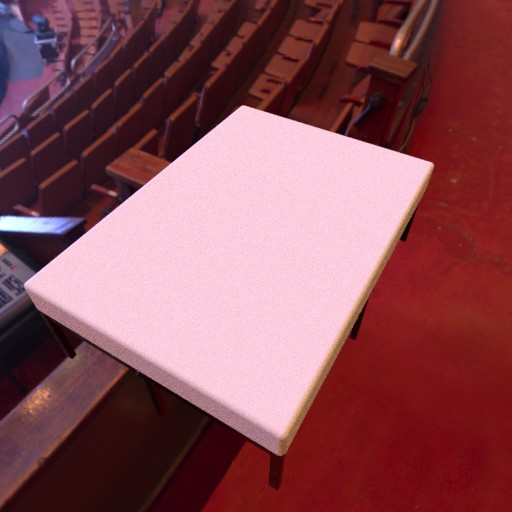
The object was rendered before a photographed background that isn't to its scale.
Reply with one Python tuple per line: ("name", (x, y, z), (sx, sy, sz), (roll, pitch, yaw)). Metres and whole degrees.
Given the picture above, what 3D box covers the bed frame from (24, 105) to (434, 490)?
("bed frame", (0.000, 0.000, 2.637), (1.408, 0.659, 1.956), (24, 52, 20))
